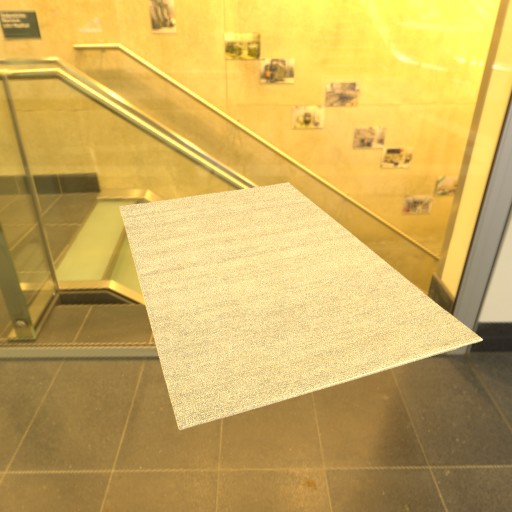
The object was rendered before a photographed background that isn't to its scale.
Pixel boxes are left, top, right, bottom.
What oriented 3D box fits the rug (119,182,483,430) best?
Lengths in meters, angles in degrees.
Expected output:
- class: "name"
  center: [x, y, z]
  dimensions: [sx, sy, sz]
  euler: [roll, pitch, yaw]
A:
- class: "rug"
  center: [0.000, 0.000, 2.251]
  dimensions: [1.179, 0.022, 1.820]
  euler: [-10, 31, -18]
